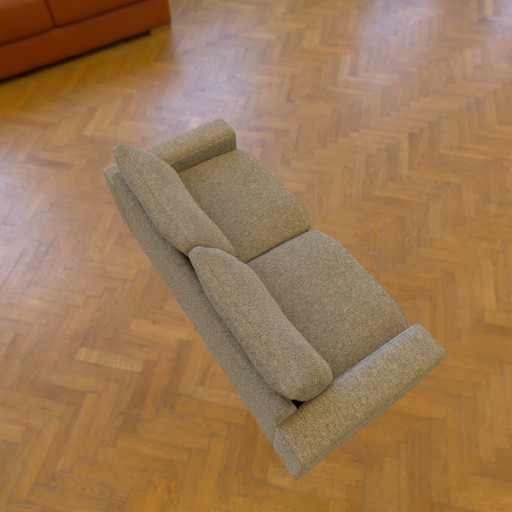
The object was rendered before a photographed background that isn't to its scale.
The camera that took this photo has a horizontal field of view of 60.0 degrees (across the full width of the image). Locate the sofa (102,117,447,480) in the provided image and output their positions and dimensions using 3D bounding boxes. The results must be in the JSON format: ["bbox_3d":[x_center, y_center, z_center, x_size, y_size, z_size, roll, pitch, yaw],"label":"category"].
[{"bbox_3d":[0.000,0.000,2.817,1.040,0.922,2.299,-30,62,-18],"label":"sofa"}]
